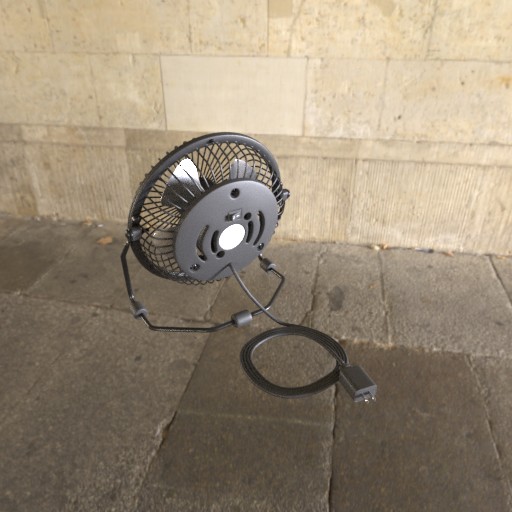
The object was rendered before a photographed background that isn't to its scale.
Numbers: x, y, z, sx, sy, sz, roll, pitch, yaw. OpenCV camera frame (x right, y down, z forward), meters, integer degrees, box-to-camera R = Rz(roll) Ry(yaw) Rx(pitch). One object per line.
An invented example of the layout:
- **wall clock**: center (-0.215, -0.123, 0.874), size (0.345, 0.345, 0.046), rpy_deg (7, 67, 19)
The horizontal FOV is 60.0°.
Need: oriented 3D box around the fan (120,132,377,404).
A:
- **fan**: center (0.000, 0.000, 0.317), size (0.153, 0.152, 0.202), rpy_deg (-18, 34, -29)
